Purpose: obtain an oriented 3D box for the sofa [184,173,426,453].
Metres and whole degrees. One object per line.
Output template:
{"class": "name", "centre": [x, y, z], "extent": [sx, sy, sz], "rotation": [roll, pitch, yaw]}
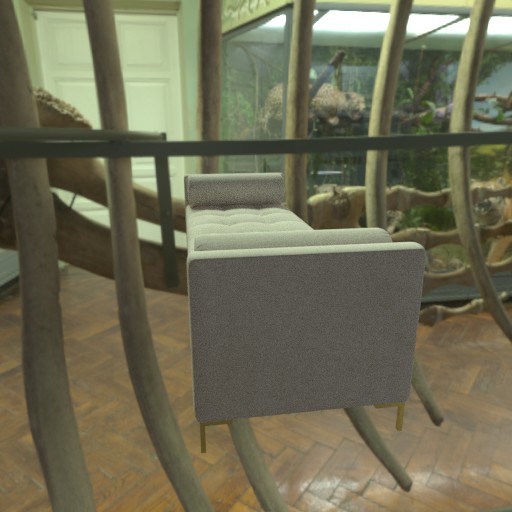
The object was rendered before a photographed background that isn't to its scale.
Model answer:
{"class": "sofa", "centre": [0.000, 0.000, 2.233], "extent": [0.686, 0.635, 1.981], "rotation": [-3, 17, -9]}
